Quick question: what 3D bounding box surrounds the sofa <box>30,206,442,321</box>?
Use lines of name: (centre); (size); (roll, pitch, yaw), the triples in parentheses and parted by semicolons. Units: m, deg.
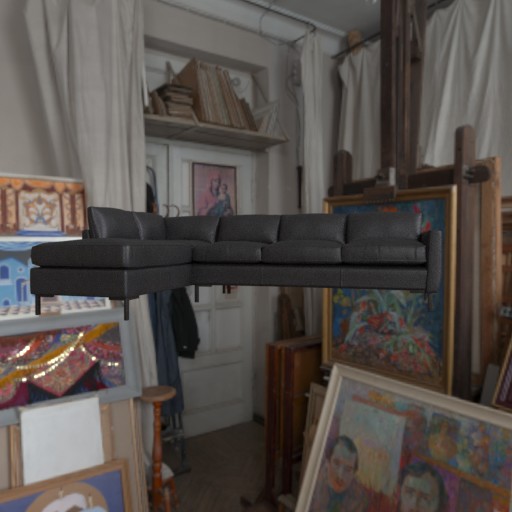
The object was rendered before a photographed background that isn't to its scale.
sofa: (0.000, 0.000, 3.792); (2.984, 0.877, 1.938); (0, 1, 18)
